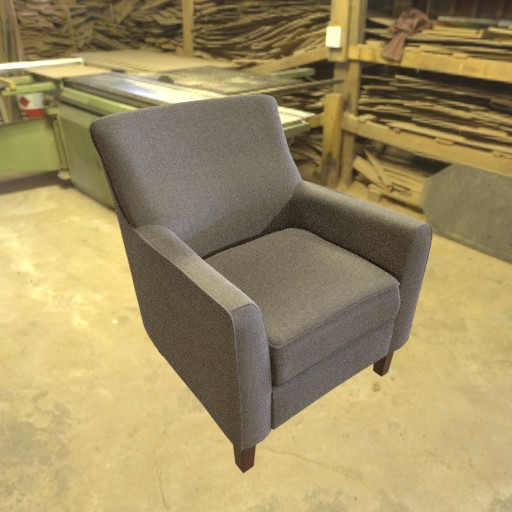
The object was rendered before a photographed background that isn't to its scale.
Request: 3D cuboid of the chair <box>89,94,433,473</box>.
[{"bbox_3d":[0.000,0.000,1.761,0.887,1.047,0.993,-21,36,-32],"label":"chair"}]
